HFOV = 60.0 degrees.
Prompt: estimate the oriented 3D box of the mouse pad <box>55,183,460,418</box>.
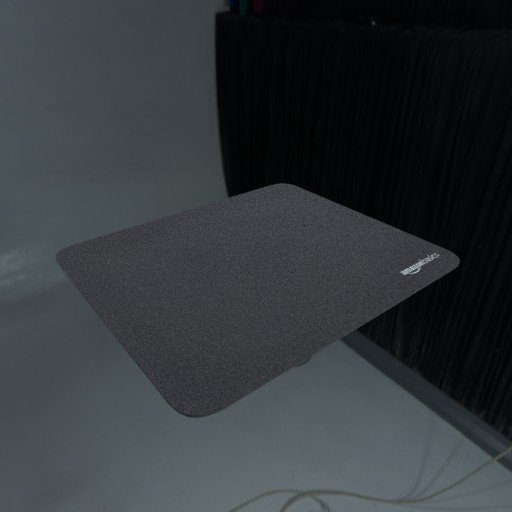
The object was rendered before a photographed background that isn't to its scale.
[{"bbox_3d":[0.000,0.000,0.436,0.315,0.002,0.269,-22,37,-33],"label":"mouse pad"}]
